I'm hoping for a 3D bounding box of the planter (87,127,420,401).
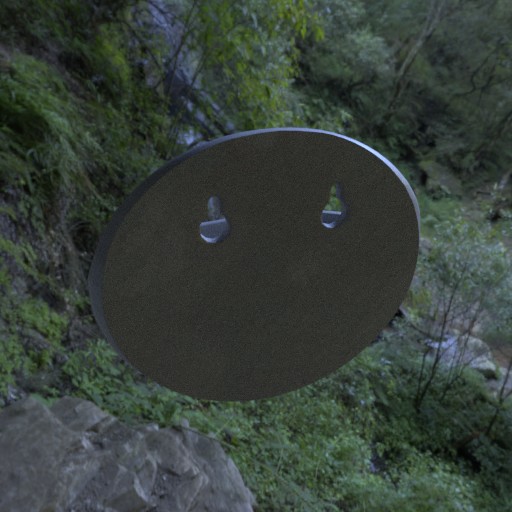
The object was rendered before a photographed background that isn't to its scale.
[{"bbox_3d":[0.000,0.000,0.269,0.190,0.164,0.073,-8,28,-15],"label":"planter"}]
